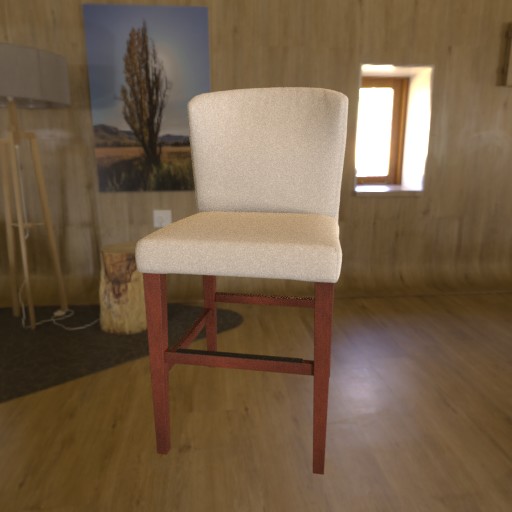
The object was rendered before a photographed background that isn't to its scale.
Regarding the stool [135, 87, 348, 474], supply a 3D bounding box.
[{"bbox_3d":[0.000,0.000,1.260,0.479,0.968,0.568,2,14,10],"label":"stool"}]
